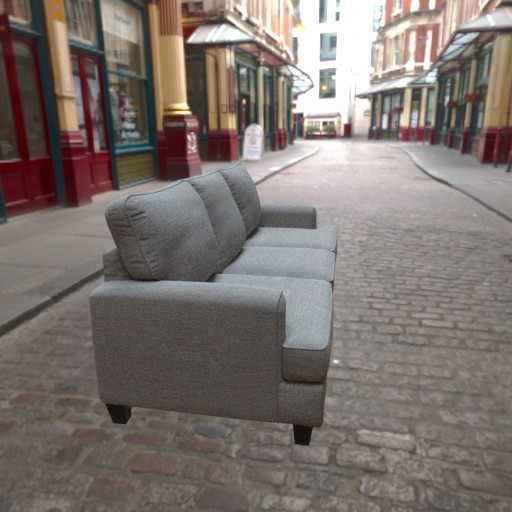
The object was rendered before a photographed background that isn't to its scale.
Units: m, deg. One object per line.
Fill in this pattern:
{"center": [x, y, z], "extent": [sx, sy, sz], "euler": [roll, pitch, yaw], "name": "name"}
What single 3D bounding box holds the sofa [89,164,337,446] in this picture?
{"center": [0.000, 0.000, 2.654], "extent": [0.951, 0.965, 2.158], "euler": [3, 16, 10], "name": "sofa"}
